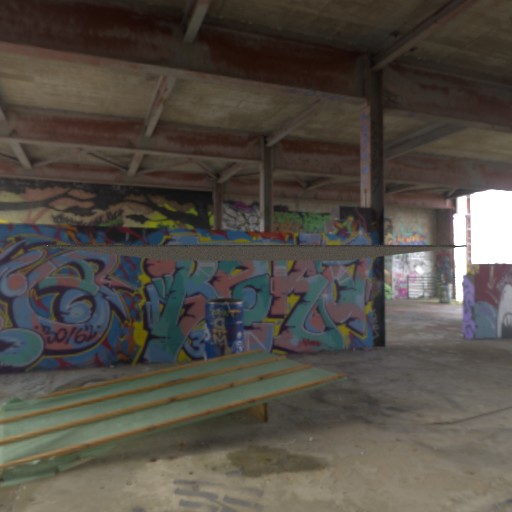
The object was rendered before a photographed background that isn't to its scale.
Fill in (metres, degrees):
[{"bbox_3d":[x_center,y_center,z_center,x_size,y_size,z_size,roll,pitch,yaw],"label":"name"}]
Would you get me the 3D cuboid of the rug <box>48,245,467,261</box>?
[{"bbox_3d":[0.000,0.000,3.551,2.005,0.013,2.890,0,-2,0],"label":"rug"}]
